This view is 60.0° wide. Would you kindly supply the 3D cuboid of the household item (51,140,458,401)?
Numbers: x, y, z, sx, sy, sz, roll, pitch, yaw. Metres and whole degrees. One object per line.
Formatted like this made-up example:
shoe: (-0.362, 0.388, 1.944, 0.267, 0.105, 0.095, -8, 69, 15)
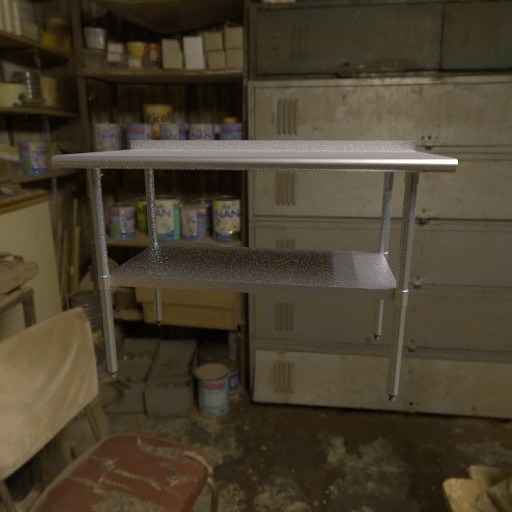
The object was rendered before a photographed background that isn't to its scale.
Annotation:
household item: (0.000, 0.000, 1.701, 1.219, 0.851, 0.610, 2, 15, 8)
